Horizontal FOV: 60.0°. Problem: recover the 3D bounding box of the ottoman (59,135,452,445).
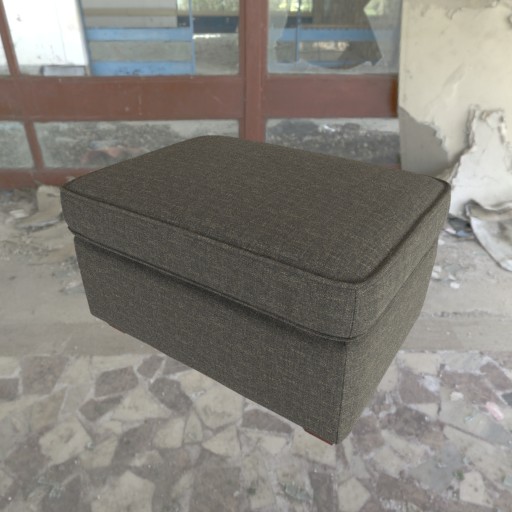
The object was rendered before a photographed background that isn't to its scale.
[{"bbox_3d":[0.000,0.000,1.077,0.749,0.450,0.549,19,35,29],"label":"ottoman"}]
